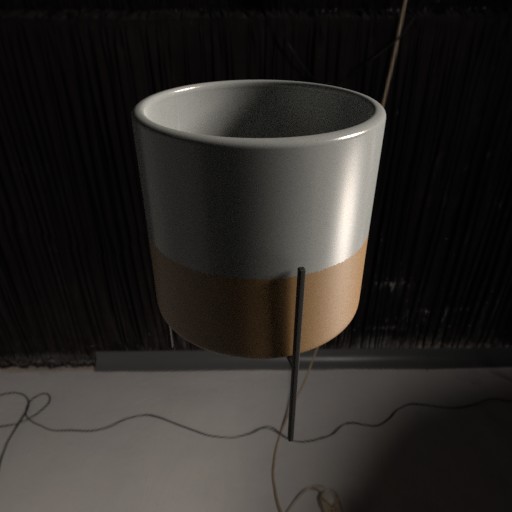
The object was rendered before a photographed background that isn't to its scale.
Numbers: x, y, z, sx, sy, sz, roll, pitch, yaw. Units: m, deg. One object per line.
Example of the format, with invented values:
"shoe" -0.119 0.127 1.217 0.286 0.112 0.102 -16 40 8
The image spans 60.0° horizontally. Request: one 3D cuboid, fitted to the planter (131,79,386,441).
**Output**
"planter" 0.000 0.000 0.646 0.310 0.432 0.310 -1 32 -2
